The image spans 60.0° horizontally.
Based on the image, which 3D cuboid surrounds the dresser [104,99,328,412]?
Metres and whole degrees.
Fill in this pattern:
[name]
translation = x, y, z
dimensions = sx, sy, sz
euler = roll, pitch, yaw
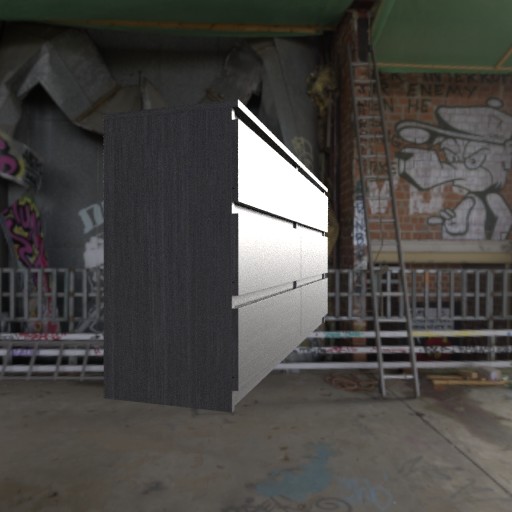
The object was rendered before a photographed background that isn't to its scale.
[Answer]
[dresser]
translation = 0.000, 0.000, 1.940
dimensions = 0.400, 0.795, 1.590
euler = 0, 0, 17
